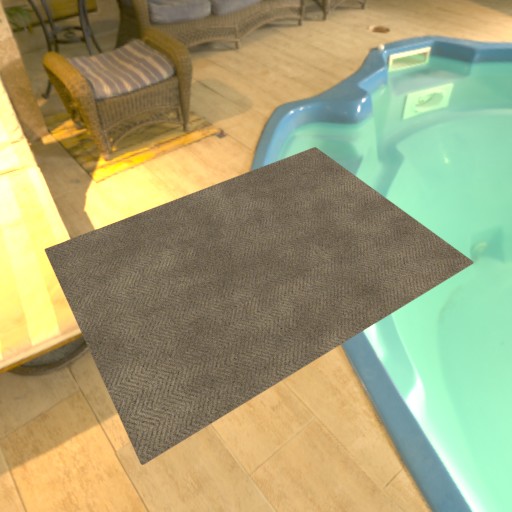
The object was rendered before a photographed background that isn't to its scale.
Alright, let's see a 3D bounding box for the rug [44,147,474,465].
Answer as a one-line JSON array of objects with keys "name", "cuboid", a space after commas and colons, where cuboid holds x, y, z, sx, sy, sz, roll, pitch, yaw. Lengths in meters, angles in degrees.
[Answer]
[{"name": "rug", "cuboid": [0.000, 0.000, 2.829, 2.235, 0.008, 1.600, -25, 51, -22]}]
